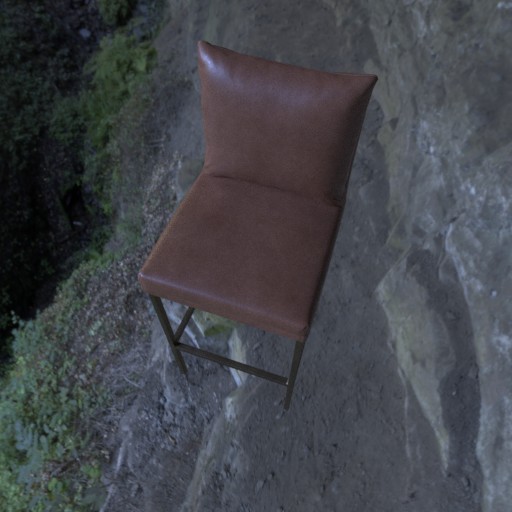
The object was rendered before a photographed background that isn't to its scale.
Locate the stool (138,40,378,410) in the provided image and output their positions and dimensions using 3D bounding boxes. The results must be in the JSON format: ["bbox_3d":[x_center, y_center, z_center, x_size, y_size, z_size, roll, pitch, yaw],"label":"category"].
[{"bbox_3d":[0.000,0.000,1.397,0.463,1.124,0.571,16,58,10],"label":"stool"}]
